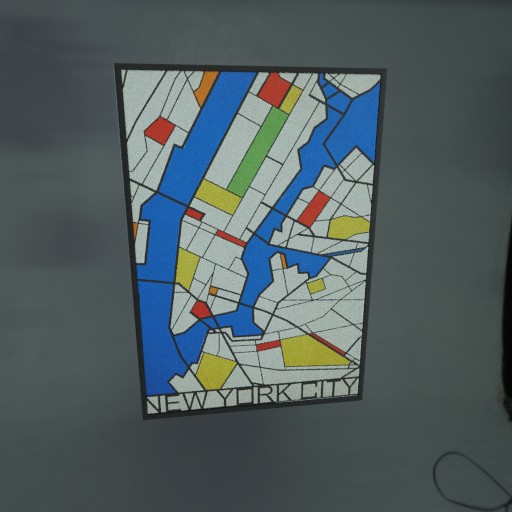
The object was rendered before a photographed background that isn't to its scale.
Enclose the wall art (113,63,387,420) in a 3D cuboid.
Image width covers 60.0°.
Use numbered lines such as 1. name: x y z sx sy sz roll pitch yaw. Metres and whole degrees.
1. wall art: 0.000 0.000 0.829 0.457 0.657 0.013 -2 16 -8
